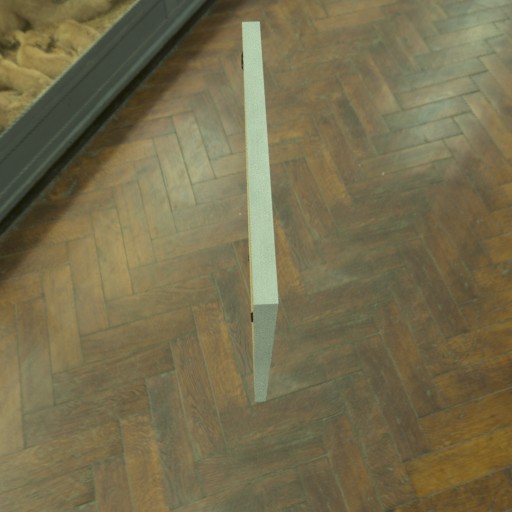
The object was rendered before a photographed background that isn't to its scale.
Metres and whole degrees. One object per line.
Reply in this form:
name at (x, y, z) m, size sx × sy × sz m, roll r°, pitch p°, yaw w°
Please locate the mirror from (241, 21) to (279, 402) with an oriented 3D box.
mirror at (0.000, 0.000, 1.174) m, size 0.041 × 0.915 × 0.609 m, roll -2°, pitch 64°, yaw -1°
